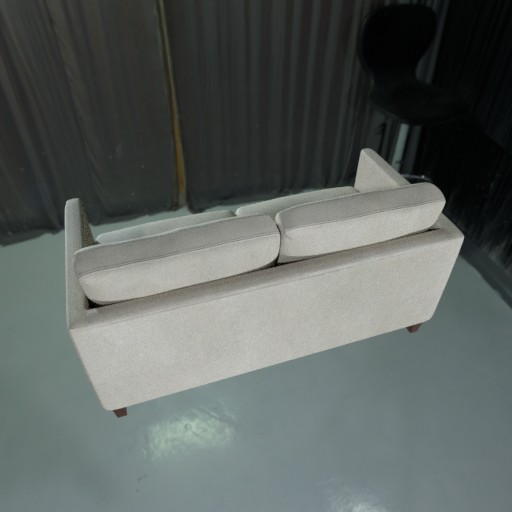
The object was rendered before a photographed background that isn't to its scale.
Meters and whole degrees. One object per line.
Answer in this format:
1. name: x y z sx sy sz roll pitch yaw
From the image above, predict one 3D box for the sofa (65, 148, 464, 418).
1. sofa: 0.000 0.000 2.401 1.846 0.940 0.950 -12 43 -14
